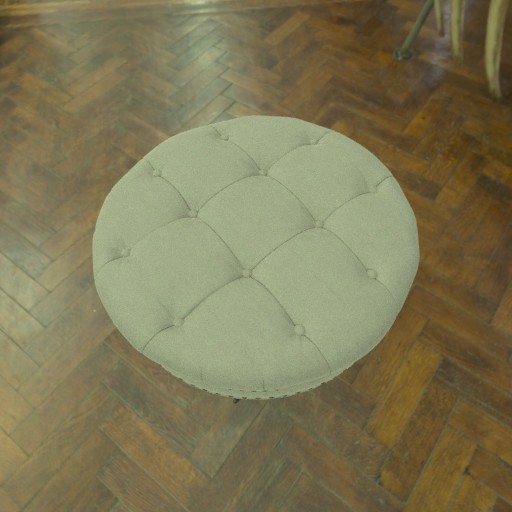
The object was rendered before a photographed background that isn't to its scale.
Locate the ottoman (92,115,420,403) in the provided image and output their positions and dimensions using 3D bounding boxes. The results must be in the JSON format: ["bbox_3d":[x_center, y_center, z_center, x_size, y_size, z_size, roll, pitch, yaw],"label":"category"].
[{"bbox_3d":[0.000,0.000,1.360,0.901,0.439,0.901,0,57,0],"label":"ottoman"}]
